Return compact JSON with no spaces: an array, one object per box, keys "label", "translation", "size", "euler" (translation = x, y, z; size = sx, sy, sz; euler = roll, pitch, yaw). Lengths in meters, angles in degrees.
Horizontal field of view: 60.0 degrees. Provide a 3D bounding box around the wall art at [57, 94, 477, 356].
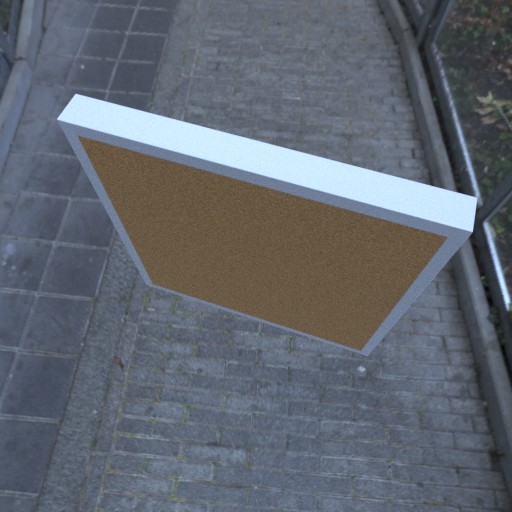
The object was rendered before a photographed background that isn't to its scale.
[{"label":"wall art","translation":[0.000,0.000,0.599],"size":[0.406,0.406,0.038],"euler":[17,64,9]}]
